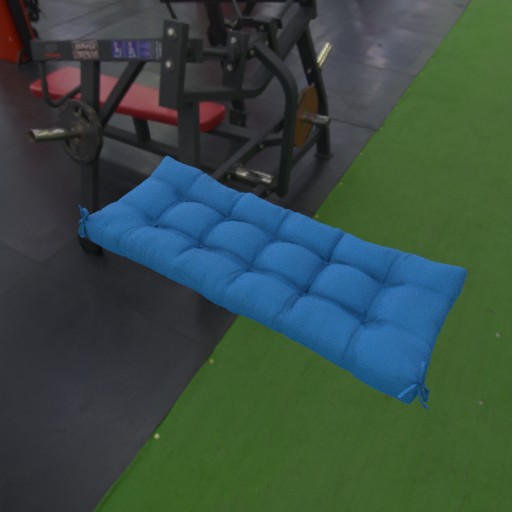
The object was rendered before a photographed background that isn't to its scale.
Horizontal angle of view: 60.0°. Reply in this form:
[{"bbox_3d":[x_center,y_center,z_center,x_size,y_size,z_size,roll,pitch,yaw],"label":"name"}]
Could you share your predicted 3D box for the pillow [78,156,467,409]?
[{"bbox_3d":[0.000,0.000,1.357,1.194,0.174,0.511,24,50,22],"label":"pillow"}]
